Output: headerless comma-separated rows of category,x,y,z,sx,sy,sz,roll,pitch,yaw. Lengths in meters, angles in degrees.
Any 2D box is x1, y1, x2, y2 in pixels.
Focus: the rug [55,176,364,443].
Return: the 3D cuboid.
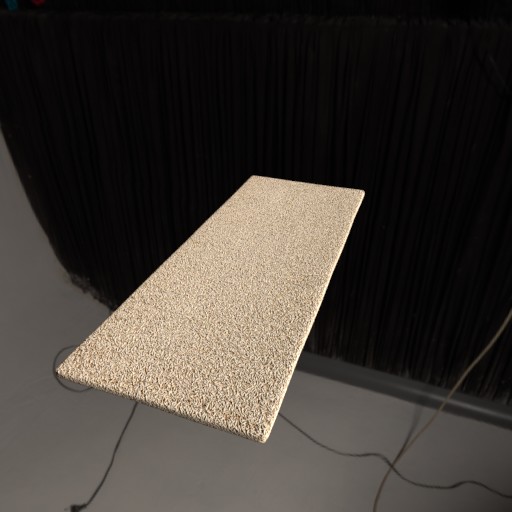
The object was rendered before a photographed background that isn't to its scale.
rug,0.000,0.000,1.718,0.609,0.030,1.524,11,33,17
